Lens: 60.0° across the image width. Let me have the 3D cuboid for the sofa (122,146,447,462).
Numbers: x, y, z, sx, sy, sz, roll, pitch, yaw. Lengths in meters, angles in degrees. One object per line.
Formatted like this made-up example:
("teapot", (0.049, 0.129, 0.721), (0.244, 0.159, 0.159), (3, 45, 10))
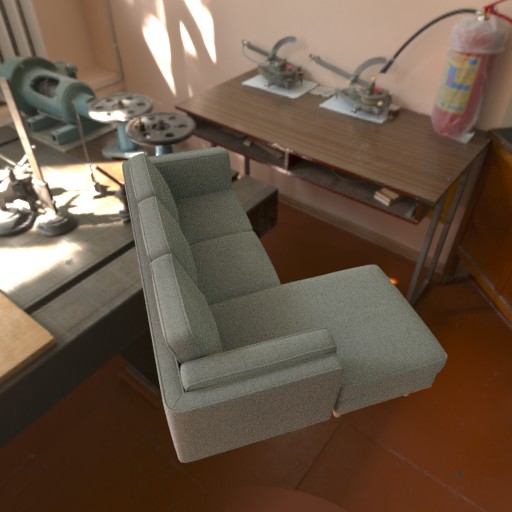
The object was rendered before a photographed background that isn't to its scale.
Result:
("sofa", (0.000, 0.000, 3.168), (1.604, 0.929, 2.411), (-12, 42, -13))
